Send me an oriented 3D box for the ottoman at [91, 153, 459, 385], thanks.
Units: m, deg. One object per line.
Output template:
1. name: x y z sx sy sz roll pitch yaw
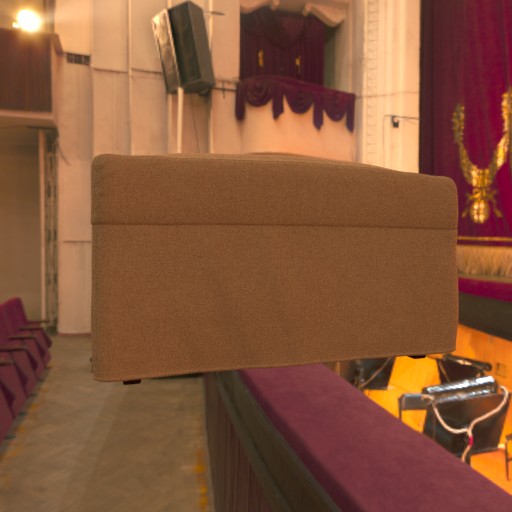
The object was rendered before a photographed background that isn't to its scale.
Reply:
1. ottoman: 0.000 0.000 1.231 0.833 0.485 0.650 0 1 -18
